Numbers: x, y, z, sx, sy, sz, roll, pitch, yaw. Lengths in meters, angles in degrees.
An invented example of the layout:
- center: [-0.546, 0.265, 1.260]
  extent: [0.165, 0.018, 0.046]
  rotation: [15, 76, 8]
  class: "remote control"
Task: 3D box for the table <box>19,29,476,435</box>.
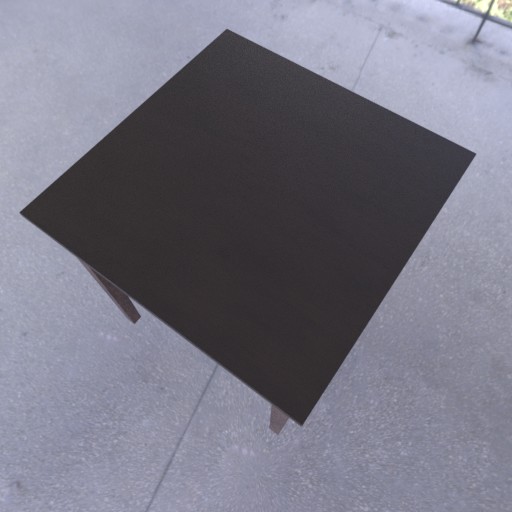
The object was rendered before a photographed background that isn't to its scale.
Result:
- center: [0.000, 0.000, 1.360]
  extent: [0.749, 0.770, 0.749]
  rotation: [33, 68, 15]
  class: "table"
